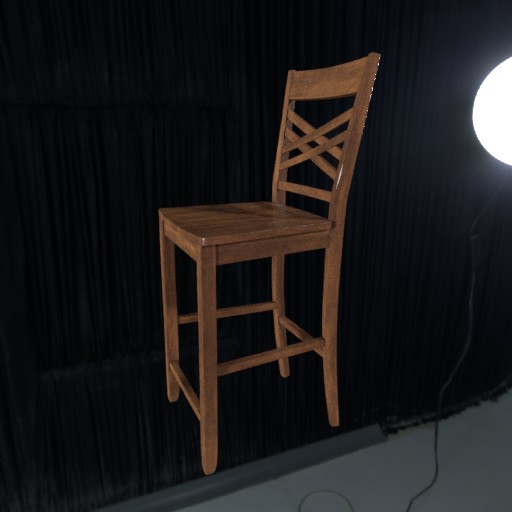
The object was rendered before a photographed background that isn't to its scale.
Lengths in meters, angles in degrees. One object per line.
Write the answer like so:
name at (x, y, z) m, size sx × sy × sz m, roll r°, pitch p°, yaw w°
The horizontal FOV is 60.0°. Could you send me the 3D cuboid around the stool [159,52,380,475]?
stool at (0.000, 0.000, 1.332) m, size 0.504 × 1.098 × 0.426 m, roll -8°, pitch 18°, yaw -24°
